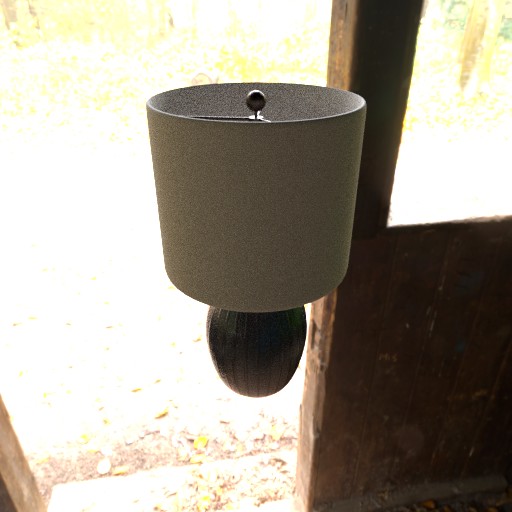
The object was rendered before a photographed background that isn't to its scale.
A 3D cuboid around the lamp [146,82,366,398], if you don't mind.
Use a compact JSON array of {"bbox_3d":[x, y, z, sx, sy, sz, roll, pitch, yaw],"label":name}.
[{"bbox_3d":[0.000,0.000,0.805,0.329,0.570,0.329,-22,36,-33],"label":"lamp"}]
